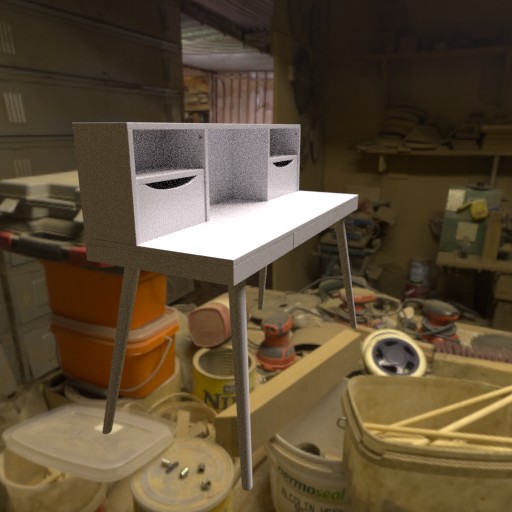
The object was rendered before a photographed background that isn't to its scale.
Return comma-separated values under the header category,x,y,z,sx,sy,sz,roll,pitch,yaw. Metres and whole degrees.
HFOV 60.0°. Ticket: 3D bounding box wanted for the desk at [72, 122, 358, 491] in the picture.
category,x,y,z,sx,sy,sz,roll,pitch,yaw
desk,0.000,0.000,1.733,0.559,0.990,1.199,8,18,26
